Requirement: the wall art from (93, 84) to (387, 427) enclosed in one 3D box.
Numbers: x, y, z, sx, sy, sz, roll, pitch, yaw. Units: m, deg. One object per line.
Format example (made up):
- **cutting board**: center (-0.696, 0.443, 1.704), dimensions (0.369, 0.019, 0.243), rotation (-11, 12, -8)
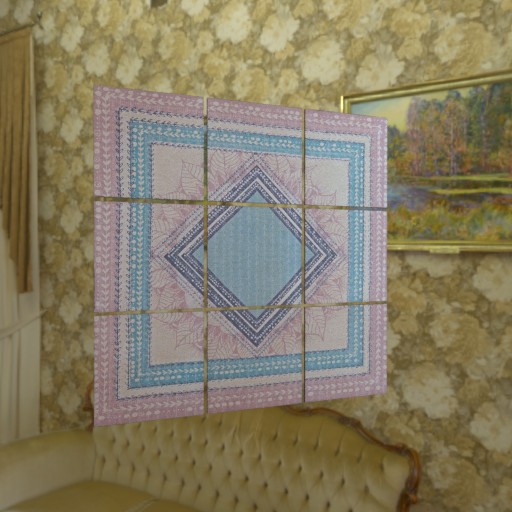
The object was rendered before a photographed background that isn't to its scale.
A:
- **wall art**: center (0.000, 0.000, 2.221), dimensions (1.527, 1.525, 0.014), rotation (0, 0, -18)
